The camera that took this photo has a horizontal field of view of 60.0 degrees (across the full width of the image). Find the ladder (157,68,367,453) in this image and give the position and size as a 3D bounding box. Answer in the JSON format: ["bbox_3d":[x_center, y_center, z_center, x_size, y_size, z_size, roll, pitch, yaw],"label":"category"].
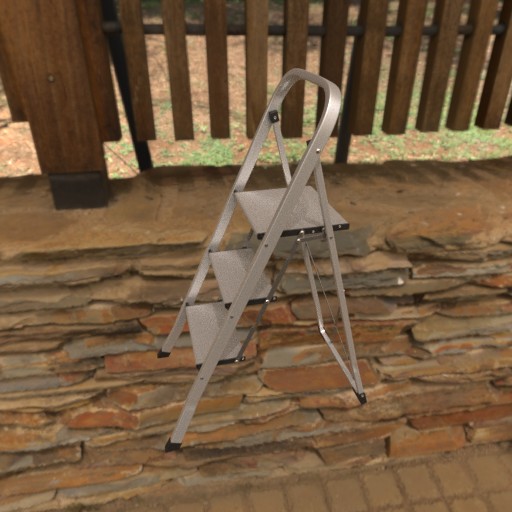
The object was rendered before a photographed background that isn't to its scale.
[{"bbox_3d":[0.000,0.000,1.397,0.704,1.070,0.465,-7,30,-12],"label":"ladder"}]
